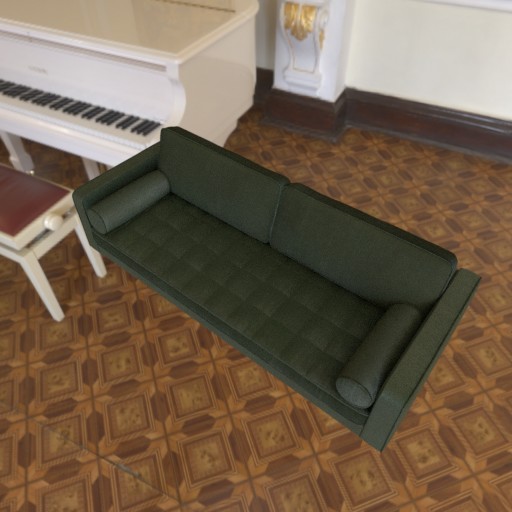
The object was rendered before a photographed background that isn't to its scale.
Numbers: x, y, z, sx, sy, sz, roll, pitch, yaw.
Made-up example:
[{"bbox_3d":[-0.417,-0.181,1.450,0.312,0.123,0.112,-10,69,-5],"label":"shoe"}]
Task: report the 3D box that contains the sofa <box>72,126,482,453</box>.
[{"bbox_3d":[0.000,0.000,2.572,2.199,0.769,0.918,30,53,26],"label":"sofa"}]
